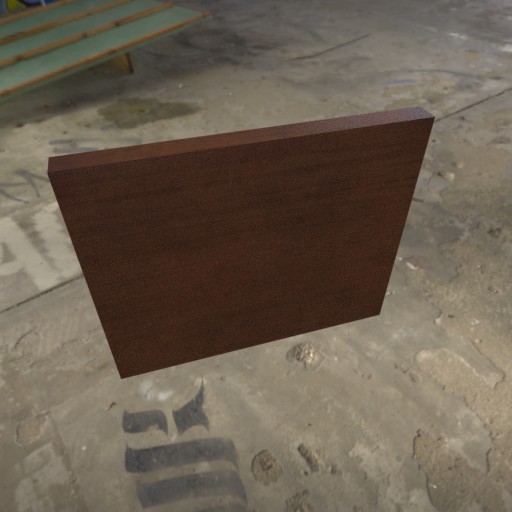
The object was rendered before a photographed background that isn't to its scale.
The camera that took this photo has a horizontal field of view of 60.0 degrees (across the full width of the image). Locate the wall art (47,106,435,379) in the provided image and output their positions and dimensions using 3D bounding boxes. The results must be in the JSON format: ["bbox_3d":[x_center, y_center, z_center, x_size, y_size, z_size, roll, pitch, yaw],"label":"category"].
[{"bbox_3d":[0.000,0.000,0.560,0.401,0.328,0.030,-11,43,-13],"label":"wall art"}]
